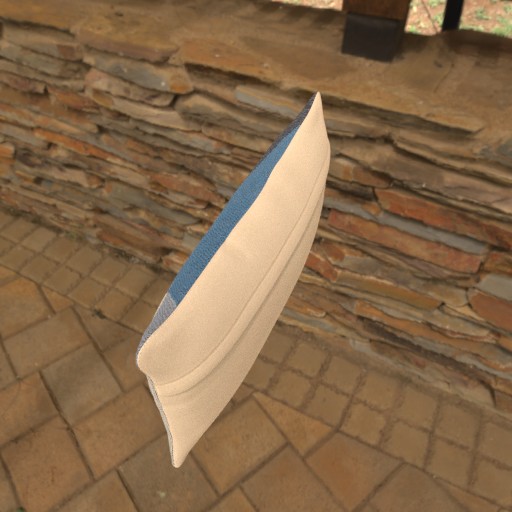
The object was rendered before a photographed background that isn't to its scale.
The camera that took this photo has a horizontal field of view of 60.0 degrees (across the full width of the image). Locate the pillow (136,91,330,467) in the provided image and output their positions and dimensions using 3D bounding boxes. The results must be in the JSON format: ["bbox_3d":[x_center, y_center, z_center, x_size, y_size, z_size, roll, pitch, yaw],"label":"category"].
[{"bbox_3d":[0.000,0.000,0.721,0.148,0.307,0.604,17,49,15],"label":"pillow"}]
